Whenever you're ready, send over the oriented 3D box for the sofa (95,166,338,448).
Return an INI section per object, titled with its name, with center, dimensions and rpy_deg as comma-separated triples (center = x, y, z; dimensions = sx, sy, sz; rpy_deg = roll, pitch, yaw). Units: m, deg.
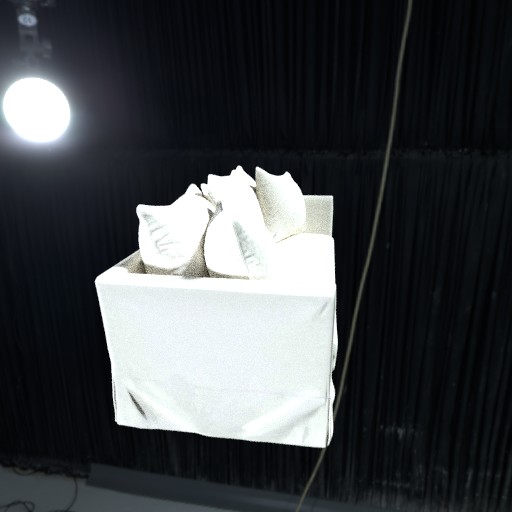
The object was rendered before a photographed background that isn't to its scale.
[sofa]
center = 0.000, 0.000, 2.856
dimensions = 1.031, 1.034, 2.290
rpy_deg = 3, 17, 9
